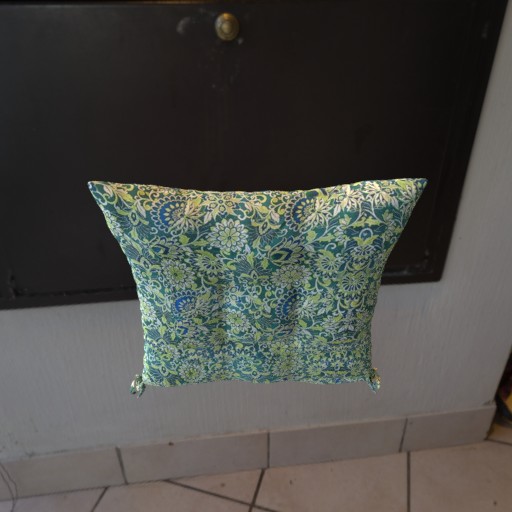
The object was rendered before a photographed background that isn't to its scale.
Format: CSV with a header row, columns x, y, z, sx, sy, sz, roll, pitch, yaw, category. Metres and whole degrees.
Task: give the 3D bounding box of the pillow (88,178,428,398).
x,y,z,sx,sy,sz,roll,pitch,yaw,category
0.000,0.000,0.994,0.541,0.536,0.585,-1,30,-2,pillow
